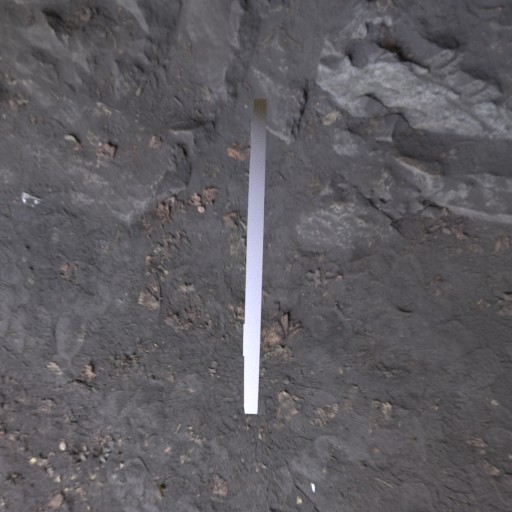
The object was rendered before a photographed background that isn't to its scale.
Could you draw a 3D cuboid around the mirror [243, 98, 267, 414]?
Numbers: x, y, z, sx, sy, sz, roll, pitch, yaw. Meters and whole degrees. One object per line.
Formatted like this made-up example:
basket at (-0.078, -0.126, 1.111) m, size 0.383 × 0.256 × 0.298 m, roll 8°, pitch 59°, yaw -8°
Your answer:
mirror at (0.000, 0.000, 1.364) m, size 0.038 × 0.914 × 0.914 m, roll 2°, pitch 75°, yaw 0°
